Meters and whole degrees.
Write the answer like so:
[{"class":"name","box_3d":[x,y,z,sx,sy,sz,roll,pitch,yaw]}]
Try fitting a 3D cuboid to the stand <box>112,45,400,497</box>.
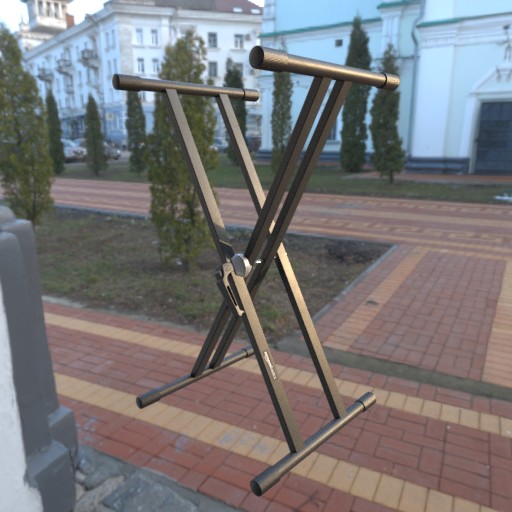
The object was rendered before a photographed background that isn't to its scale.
[{"class":"stand","box_3d":[0.000,0.000,1.176,0.503,0.900,0.495,14,20,42]}]
